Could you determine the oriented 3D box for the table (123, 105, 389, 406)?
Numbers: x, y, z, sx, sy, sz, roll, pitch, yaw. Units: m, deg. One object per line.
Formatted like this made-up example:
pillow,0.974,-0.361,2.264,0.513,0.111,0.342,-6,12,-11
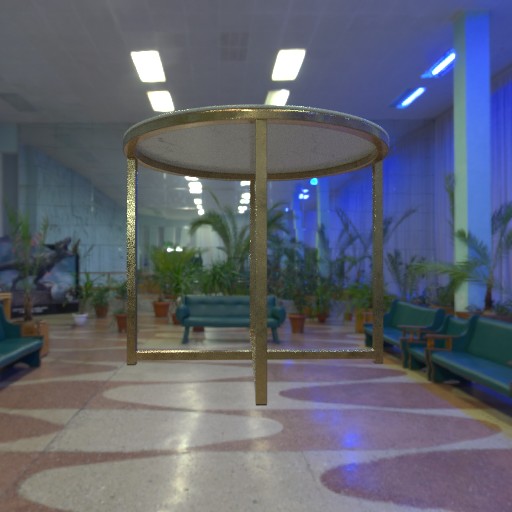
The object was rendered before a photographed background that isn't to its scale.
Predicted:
table,0.000,0.000,0.867,0.500,0.420,0.500,0,0,0
